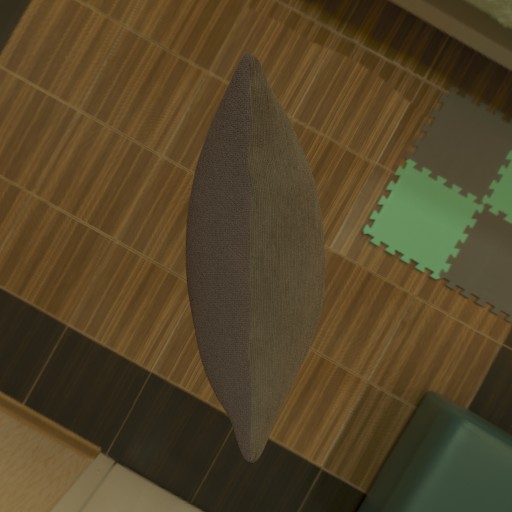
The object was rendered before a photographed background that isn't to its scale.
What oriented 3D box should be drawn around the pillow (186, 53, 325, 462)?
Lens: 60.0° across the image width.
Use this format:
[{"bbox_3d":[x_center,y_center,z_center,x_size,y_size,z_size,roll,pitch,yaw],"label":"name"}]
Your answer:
[{"bbox_3d":[0.000,0.000,0.696,0.204,0.439,0.452,0,89,0],"label":"pillow"}]
